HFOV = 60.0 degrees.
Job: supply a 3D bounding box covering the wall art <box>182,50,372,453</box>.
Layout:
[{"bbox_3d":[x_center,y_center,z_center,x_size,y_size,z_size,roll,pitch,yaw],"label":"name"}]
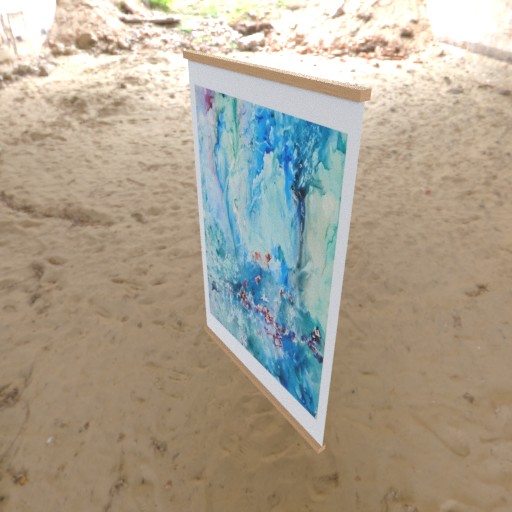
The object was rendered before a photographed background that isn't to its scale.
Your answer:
[{"bbox_3d":[0.000,0.000,1.892,0.040,1.510,0.991,-20,37,-30],"label":"wall art"}]
